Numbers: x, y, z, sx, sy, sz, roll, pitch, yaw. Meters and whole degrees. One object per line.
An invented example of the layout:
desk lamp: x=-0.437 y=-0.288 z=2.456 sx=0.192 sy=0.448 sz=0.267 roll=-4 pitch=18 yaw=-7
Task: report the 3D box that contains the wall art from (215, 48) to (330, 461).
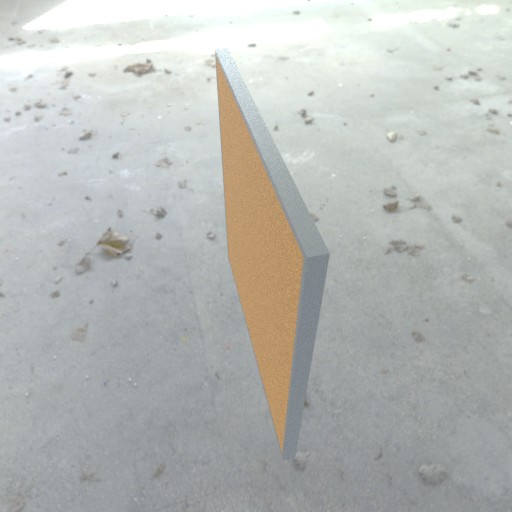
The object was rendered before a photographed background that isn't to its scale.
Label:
wall art: x=0.000 y=0.000 z=1.216 sx=0.038 sy=0.807 sz=0.809 roll=-10 pitch=46 yaw=-9
